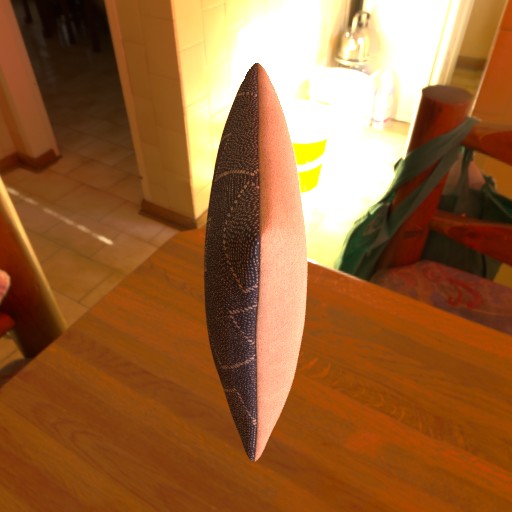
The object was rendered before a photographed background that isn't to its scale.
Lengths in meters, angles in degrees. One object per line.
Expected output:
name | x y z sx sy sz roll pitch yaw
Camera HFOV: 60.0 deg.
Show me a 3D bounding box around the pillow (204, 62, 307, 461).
pillow | 0.000 0.000 0.672 0.148 0.428 0.435 0 42 0
